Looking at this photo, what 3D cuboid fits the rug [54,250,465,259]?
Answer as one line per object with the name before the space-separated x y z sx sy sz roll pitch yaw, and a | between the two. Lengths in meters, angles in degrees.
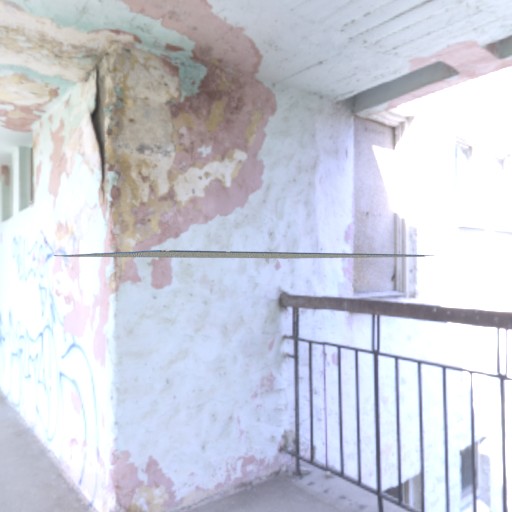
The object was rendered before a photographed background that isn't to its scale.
rug | 0.000 0.000 3.919 2.867 0.020 2.277 1 -1 -37
